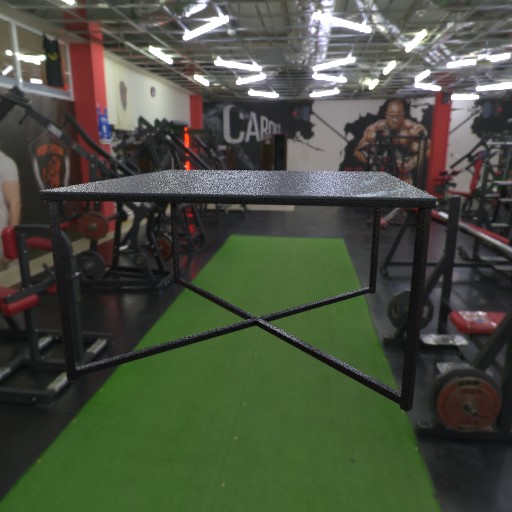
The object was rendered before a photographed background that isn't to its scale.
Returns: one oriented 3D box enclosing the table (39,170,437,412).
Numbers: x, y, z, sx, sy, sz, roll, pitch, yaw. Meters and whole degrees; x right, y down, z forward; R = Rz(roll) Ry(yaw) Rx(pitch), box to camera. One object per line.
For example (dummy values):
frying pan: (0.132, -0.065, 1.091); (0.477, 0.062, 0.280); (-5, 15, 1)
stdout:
table: (0.000, 0.000, 1.310); (0.800, 0.450, 0.800); (2, 14, 9)
